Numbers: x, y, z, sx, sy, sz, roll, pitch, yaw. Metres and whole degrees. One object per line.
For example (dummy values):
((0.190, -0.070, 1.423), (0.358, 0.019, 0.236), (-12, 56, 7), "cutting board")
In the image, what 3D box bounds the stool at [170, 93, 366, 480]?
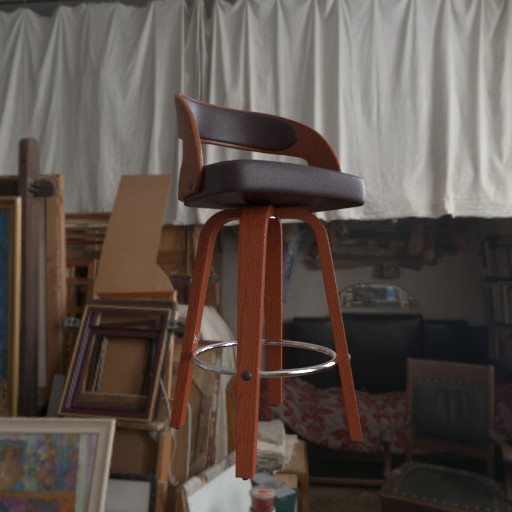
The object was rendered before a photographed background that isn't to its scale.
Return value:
((0.000, 0.000, 1.192), (0.457, 0.940, 0.457), (0, -1, -35), "stool")
